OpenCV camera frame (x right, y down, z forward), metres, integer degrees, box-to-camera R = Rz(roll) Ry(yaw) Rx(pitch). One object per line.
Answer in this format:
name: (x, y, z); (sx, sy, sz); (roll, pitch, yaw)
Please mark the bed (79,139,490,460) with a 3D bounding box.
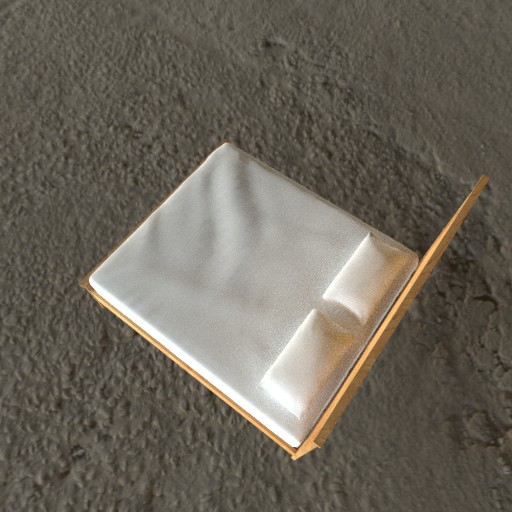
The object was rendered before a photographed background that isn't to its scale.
bed: (0.000, 0.000, 3.464); (2.201, 1.686, 1.936); (34, 68, 16)
